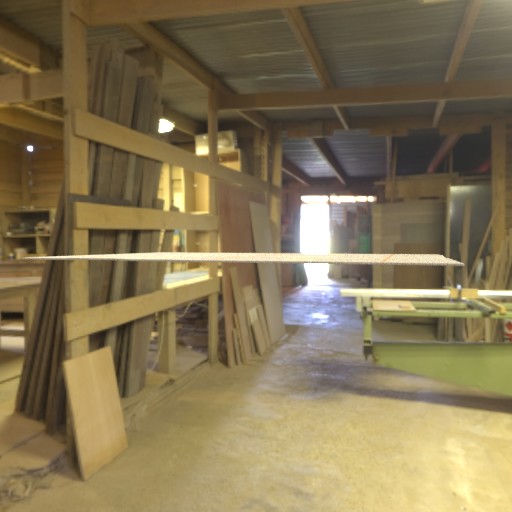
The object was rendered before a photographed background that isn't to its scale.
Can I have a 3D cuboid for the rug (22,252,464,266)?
[{"bbox_3d":[0.000,0.000,2.290,1.825,0.015,1.232,1,2,19],"label":"rug"}]
